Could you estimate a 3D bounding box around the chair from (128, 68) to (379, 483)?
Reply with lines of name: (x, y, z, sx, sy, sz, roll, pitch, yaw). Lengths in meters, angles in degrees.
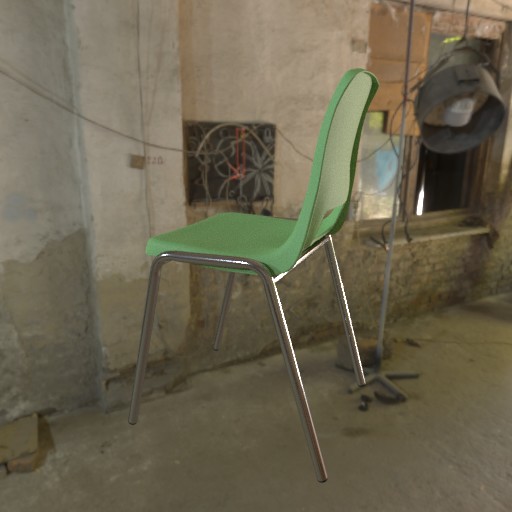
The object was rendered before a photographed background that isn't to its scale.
chair: (0.000, 0.000, 0.930, 0.436, 0.704, 0.381, 7, 18, 24)
